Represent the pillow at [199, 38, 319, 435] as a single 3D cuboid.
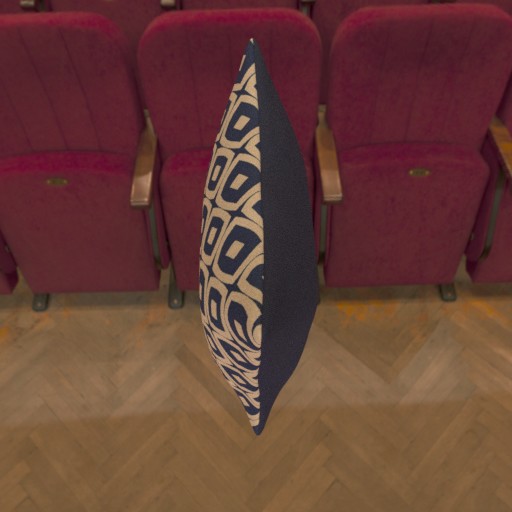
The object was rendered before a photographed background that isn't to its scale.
[{"bbox_3d":[0.000,0.000,0.767,0.188,0.494,0.504,-1,57,-1],"label":"pillow"}]
